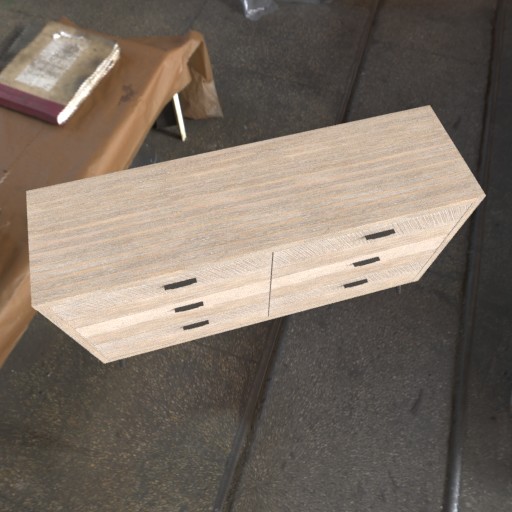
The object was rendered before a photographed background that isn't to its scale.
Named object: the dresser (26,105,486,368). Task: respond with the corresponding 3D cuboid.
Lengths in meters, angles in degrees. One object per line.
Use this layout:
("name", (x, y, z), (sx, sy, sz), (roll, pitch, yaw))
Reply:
("dresser", (0.000, 0.000, 1.932), (1.524, 0.914, 0.457), (-14, 64, -7))
